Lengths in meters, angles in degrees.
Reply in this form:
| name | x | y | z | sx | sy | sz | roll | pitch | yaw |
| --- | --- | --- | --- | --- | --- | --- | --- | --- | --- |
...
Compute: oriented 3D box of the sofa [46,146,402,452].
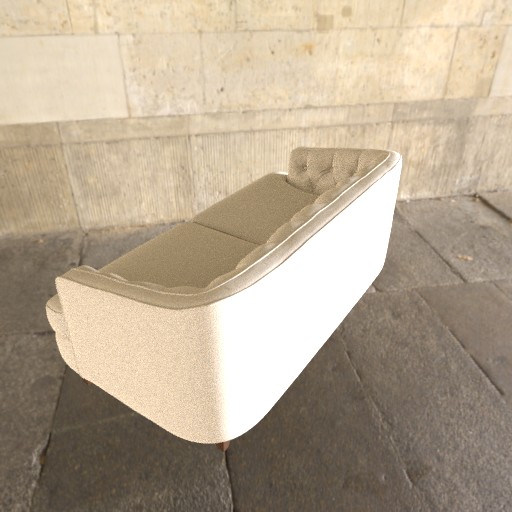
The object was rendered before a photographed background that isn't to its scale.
| name | x | y | z | sx | sy | sz | roll | pitch | yaw |
| --- | --- | --- | --- | --- | --- | --- | --- | --- | --- |
| sofa | 0.000 | 0.000 | 2.184 | 0.941 | 0.855 | 1.733 | 20 | 38 | 29 |
